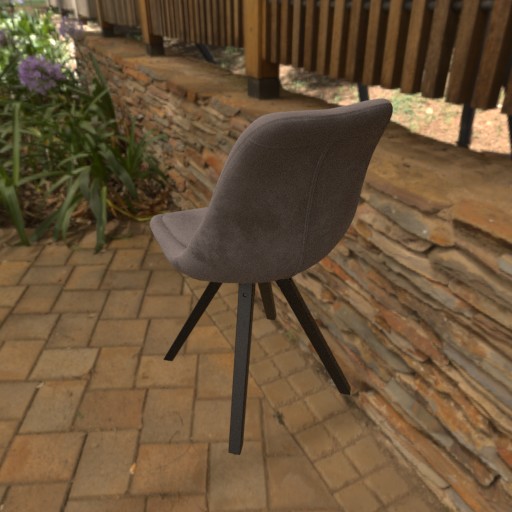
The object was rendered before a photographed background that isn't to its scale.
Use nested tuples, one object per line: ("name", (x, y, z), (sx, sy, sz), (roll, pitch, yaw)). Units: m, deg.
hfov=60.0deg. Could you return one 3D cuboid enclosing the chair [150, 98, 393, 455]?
("chair", (0.000, 0.000, 1.172), (0.485, 0.850, 0.550), (-17, 34, -28))
